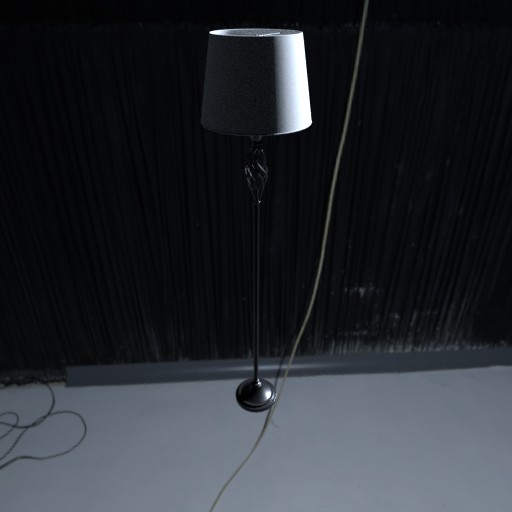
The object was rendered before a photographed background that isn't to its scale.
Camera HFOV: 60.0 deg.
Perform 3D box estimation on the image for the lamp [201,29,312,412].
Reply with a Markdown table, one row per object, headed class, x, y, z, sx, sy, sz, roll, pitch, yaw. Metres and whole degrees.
| class | x | y | z | sx | sy | sz | roll | pitch | yaw |
| --- | --- | --- | --- | --- | --- | --- | --- | --- | --- |
| lamp | 0.000 | 0.000 | 1.796 | 0.379 | 1.623 | 0.379 | 0 | 31 | 0 |
